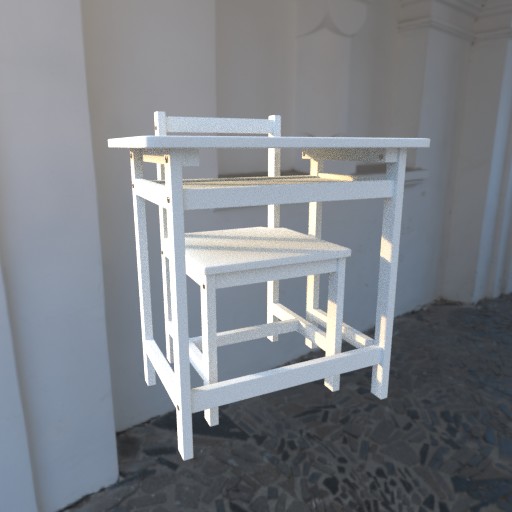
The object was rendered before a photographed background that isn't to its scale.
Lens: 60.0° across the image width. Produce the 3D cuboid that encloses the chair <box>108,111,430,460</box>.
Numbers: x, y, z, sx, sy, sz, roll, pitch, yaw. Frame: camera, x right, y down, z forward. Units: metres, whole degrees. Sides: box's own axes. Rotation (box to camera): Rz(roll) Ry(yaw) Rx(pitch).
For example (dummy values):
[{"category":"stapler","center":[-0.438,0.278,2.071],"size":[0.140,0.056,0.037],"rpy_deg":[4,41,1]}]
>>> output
[{"category":"chair","center":[0.000,0.000,1.058],"size":[0.599,0.673,0.461],"rpy_deg":[-7,15,-25]}]
